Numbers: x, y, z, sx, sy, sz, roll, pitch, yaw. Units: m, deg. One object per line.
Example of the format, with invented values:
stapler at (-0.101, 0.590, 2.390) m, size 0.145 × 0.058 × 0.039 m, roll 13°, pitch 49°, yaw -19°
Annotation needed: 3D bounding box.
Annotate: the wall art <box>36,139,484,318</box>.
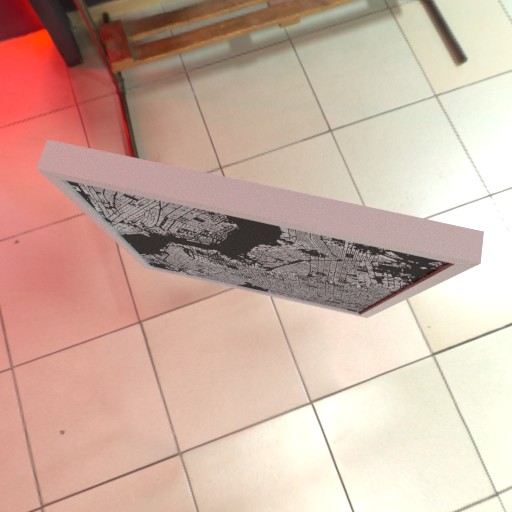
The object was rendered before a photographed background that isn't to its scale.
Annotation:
wall art at (0.000, 0.000, 0.741) m, size 0.506 × 0.506 × 0.038 m, roll 12°, pitch 76°, yaw 3°
